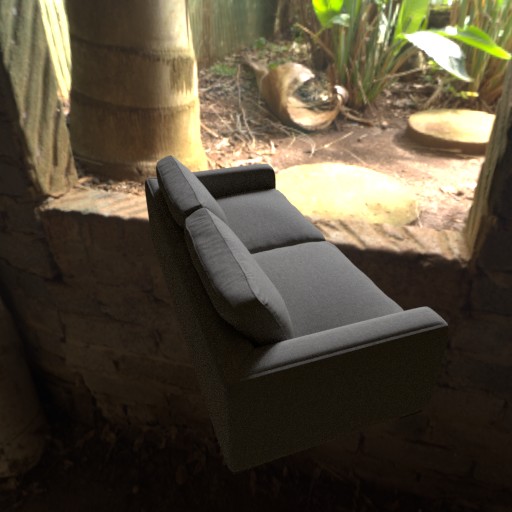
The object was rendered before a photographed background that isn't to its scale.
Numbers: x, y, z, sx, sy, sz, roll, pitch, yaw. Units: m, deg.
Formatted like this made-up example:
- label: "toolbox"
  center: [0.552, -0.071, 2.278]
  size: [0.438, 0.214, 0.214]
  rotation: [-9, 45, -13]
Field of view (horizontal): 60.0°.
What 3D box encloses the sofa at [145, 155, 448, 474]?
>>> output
- label: "sofa"
  center: [0.000, 0.000, 2.768]
  size: [1.070, 0.801, 2.262]
  rotation: [-11, 33, -17]
